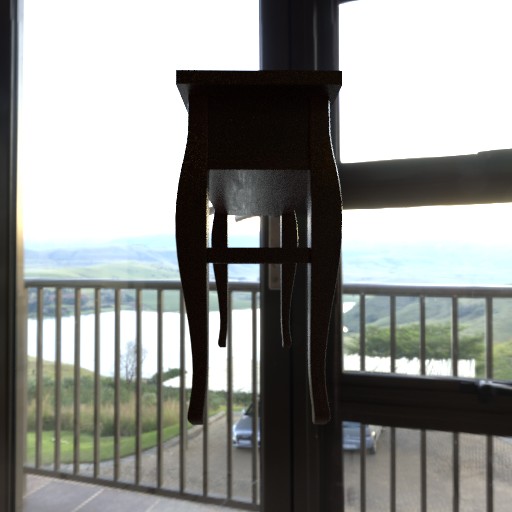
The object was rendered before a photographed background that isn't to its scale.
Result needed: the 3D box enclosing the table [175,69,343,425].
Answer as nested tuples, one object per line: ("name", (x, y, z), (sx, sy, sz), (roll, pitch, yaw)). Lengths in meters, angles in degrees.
("table", (0.000, 0.000, 1.464), (0.373, 0.768, 1.062), (0, -1, -1))
